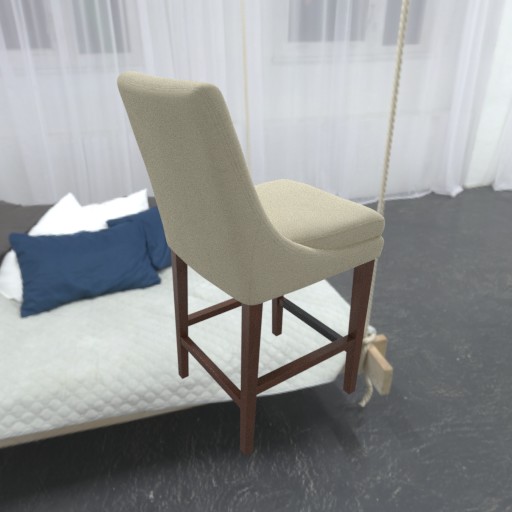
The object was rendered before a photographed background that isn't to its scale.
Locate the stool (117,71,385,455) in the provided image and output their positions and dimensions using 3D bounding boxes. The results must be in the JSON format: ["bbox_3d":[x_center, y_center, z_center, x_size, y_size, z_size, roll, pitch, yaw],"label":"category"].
[{"bbox_3d":[0.000,0.000,1.274,0.577,0.981,0.470,-18,31,-32],"label":"stool"}]
